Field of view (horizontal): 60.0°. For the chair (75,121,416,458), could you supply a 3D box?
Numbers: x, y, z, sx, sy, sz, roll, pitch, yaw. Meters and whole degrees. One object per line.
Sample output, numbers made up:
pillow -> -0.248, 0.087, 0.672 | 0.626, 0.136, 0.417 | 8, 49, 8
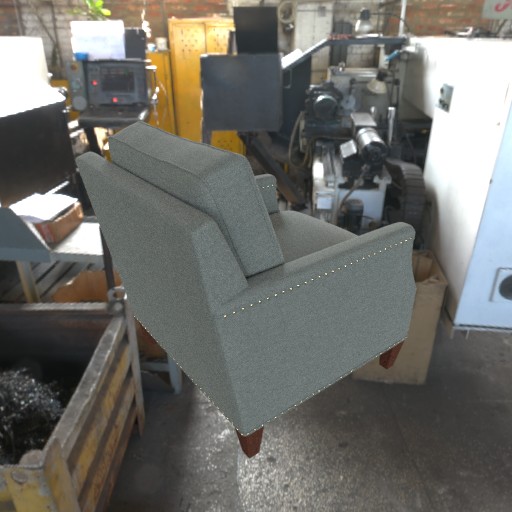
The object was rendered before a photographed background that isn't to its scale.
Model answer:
chair -> 0.000, 0.000, 1.776 | 1.031, 1.031, 0.885 | -19, 32, -33
